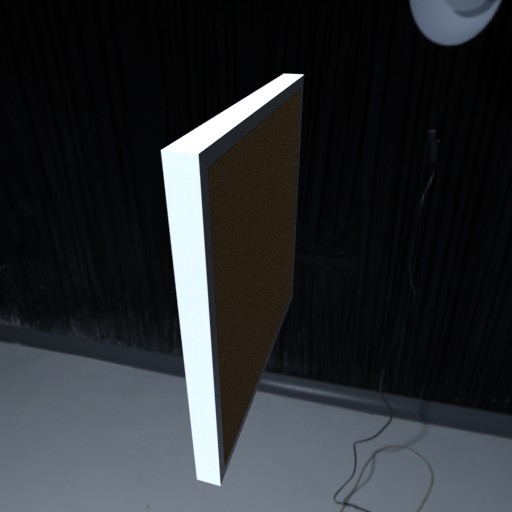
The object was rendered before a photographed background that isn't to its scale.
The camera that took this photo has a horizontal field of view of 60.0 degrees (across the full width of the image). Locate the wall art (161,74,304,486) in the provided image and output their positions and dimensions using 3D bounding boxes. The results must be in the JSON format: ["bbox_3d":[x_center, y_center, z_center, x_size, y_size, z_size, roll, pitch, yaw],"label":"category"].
[{"bbox_3d":[0.000,0.000,0.748,0.038,0.506,0.506,8,31,14],"label":"wall art"}]
